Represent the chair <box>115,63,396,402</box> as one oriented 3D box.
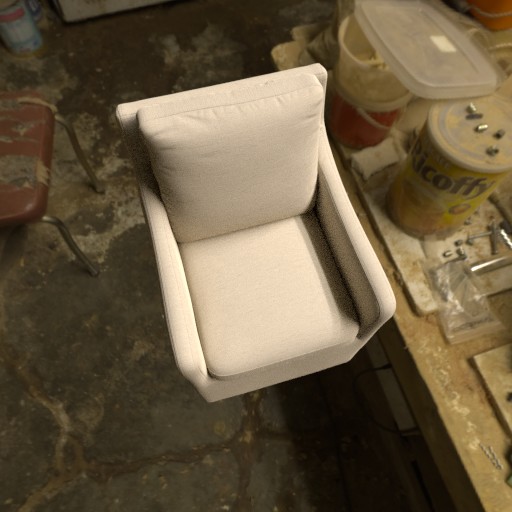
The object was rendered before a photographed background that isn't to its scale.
[{"bbox_3d":[0.000,0.000,1.417,0.626,0.914,0.694,-15,65,-7],"label":"chair"}]
